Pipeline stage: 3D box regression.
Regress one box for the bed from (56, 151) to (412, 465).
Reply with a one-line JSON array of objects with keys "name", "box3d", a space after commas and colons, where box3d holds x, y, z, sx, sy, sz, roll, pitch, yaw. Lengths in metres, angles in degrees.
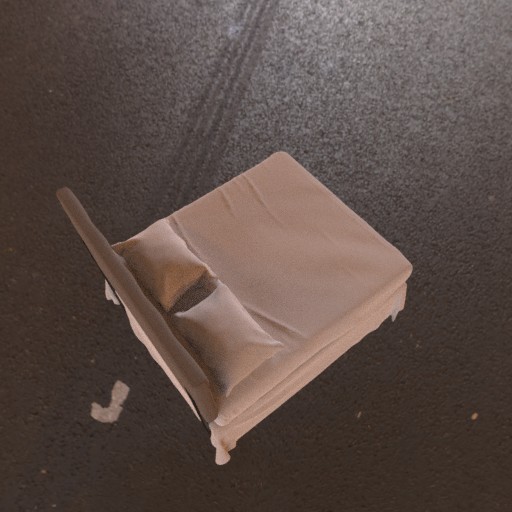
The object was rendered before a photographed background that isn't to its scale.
[{"name": "bed", "box3d": [0.000, 0.000, 3.525, 2.222, 1.577, 1.936, -34, 64, -19]}]
